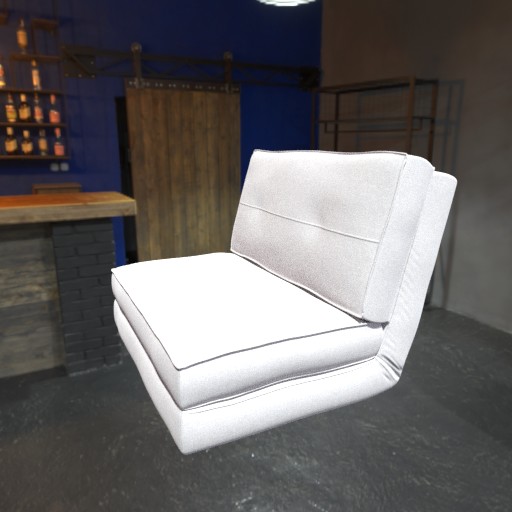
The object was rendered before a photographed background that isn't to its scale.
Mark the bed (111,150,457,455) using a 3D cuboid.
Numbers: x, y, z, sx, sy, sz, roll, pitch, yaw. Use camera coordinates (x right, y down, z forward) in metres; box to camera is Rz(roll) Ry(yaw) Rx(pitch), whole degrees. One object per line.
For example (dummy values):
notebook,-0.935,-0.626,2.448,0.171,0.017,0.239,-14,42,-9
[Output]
bed,0.000,0.000,1.318,0.749,0.614,0.799,-7,16,-26
